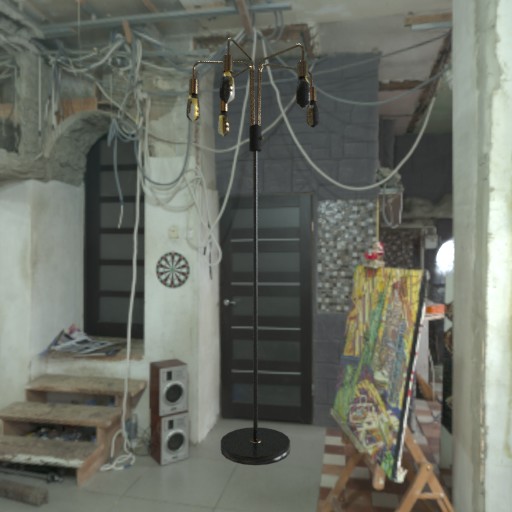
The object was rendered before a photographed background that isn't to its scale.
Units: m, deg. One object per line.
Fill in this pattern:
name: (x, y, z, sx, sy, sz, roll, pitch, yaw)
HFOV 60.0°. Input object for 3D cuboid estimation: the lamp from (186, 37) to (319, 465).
lamp: (0.000, 0.000, 1.981, 0.599, 1.721, 0.572, 0, 0, -18)
